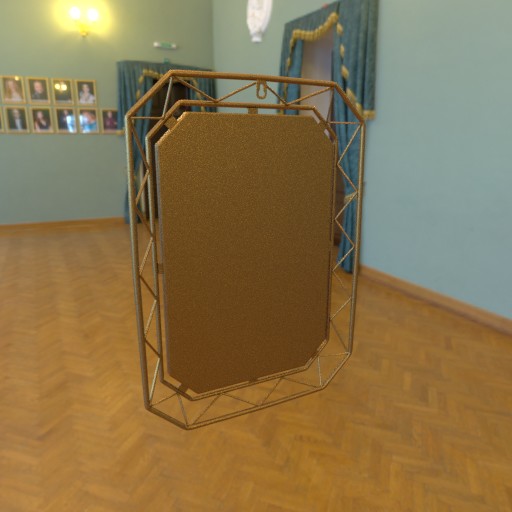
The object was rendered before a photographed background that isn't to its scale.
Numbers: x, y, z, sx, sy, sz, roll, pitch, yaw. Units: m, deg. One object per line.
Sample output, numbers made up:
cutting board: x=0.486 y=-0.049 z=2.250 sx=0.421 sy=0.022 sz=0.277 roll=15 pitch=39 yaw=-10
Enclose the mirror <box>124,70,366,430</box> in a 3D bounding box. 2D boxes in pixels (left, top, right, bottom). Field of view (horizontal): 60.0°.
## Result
mirror: x=0.000 y=0.000 z=0.745 sx=0.417 sy=0.566 sz=0.042 roll=-7 pitch=16 yaw=-27
